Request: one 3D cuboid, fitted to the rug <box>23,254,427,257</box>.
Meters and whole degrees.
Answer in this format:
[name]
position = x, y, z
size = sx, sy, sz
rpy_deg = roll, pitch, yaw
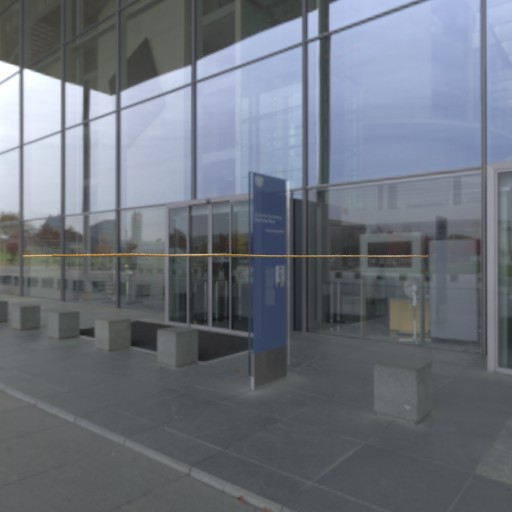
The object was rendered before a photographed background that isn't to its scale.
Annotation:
[rug]
position = 0.000, 0.000, 2.536
size = 2.294, 0.014, 0.704
rpy_deg = 0, 0, -36
